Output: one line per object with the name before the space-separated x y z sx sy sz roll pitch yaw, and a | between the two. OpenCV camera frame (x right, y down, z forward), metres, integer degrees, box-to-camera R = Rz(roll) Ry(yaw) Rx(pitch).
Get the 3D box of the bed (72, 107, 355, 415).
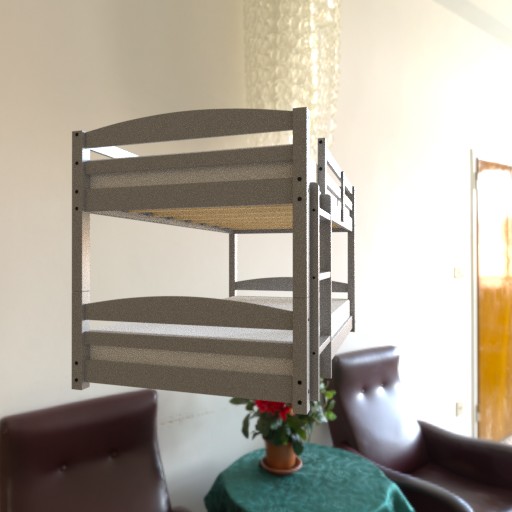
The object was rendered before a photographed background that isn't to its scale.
bed | 0.000 0.000 2.786 1.105 1.206 2.013 0 0 18
